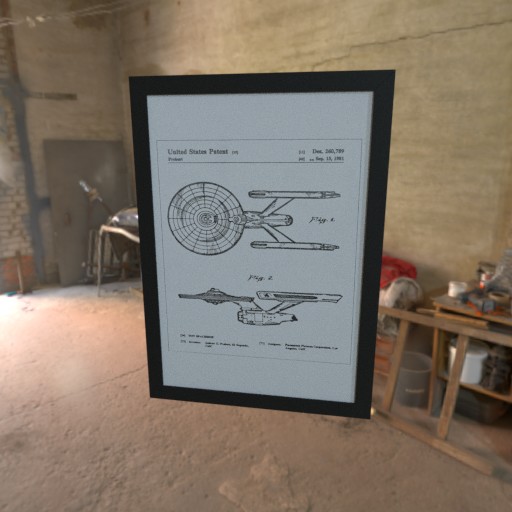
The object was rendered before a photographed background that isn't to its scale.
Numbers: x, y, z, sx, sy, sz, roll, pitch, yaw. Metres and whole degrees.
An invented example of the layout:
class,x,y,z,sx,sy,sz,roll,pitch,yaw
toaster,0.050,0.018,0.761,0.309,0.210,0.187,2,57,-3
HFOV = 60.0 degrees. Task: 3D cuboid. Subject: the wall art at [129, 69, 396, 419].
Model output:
class,x,y,z,sx,sy,sz,roll,pitch,yaw
wall art,0.000,0.000,0.689,0.379,0.530,0.008,2,14,9
